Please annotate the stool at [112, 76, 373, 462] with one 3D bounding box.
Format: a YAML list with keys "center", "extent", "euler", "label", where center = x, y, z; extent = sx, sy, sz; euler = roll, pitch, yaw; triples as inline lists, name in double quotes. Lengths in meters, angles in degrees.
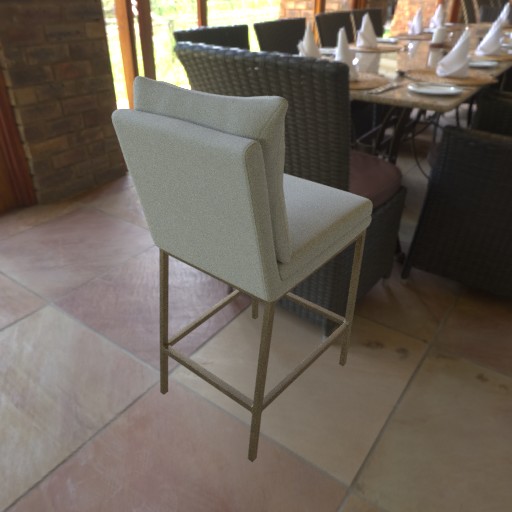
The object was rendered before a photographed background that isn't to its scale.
- center: [0.000, 0.000, 1.337]
  extent: [0.463, 1.032, 0.572]
  euler: [23, 38, 33]
  label: "stool"
